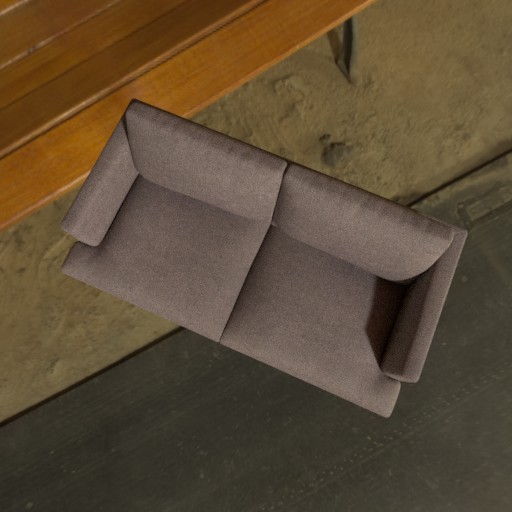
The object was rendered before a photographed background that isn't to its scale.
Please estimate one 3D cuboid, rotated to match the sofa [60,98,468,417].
[{"bbox_3d":[0.000,0.000,2.453,1.948,0.868,1.020,23,77,6],"label":"sofa"}]
